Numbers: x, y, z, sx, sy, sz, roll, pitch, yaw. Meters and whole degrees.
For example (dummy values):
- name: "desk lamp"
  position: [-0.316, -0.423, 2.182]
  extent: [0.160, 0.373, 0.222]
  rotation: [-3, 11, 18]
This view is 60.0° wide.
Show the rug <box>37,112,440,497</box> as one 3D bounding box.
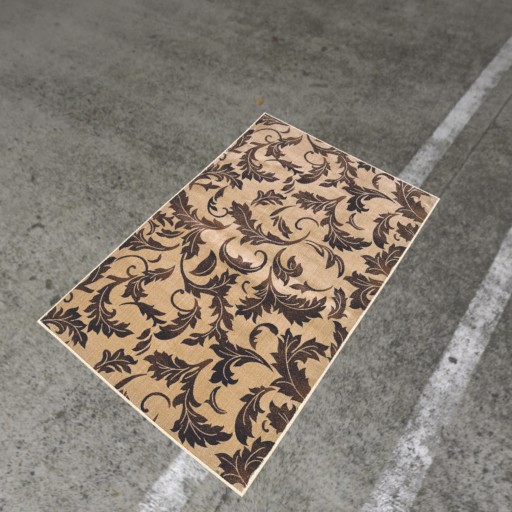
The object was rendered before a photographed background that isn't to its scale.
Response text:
- name: "rug"
  position: [0.000, 0.000, 2.835]
  extent: [1.522, 0.008, 2.284]
  rotation: [32, 63, 19]
